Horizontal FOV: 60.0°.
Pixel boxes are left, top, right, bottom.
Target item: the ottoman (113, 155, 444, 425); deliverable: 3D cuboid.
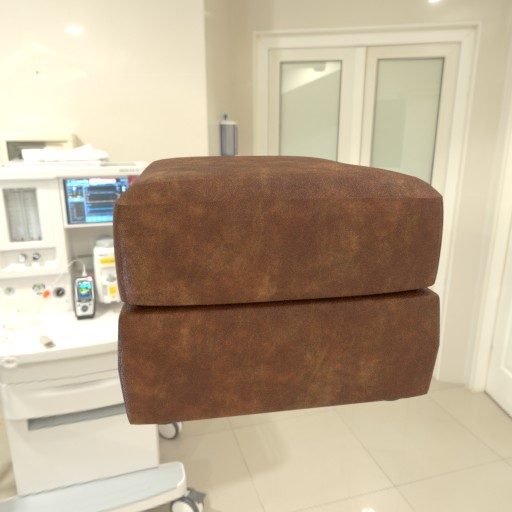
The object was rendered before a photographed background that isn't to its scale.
[{"bbox_3d":[0.000,0.000,1.121,0.603,0.476,0.751,-3,16,-9],"label":"ottoman"}]
